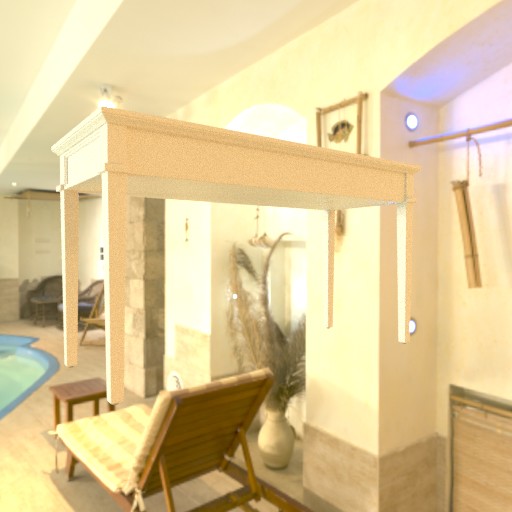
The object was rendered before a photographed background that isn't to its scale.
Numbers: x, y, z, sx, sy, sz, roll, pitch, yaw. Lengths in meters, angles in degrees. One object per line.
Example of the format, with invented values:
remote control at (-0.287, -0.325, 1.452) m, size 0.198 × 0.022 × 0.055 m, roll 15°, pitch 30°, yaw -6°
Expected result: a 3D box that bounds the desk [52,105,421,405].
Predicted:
desk at (0.000, 0.000, 1.745) m, size 1.372 × 0.774 × 0.559 m, roll -1°, pitch 1°, yaw -36°
